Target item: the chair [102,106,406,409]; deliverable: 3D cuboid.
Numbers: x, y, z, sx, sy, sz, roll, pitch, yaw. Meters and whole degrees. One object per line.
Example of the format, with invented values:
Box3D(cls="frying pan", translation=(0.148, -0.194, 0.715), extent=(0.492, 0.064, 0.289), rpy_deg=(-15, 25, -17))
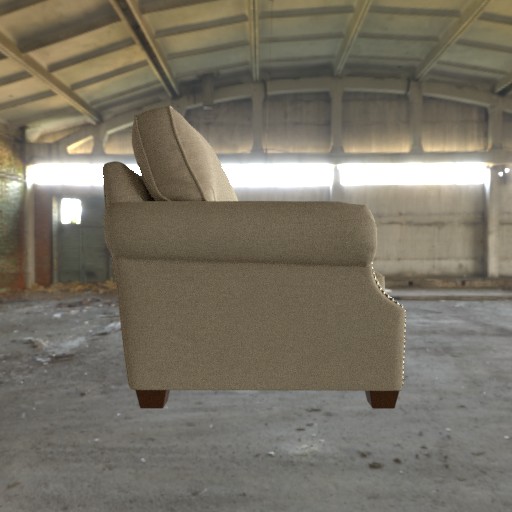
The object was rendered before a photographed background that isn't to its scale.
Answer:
Box3D(cls="chair", translation=(0.000, 0.000, 1.841), extent=(0.965, 0.961, 1.092), rpy_deg=(0, 0, 1))
